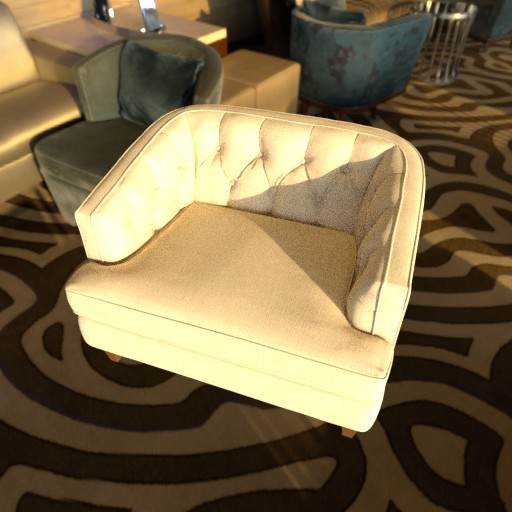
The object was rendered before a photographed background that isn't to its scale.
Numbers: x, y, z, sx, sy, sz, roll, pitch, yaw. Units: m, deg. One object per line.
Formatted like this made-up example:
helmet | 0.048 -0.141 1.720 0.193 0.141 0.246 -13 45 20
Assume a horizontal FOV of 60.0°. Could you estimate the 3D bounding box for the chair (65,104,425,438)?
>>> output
chair | 0.000 0.000 1.715 1.118 0.787 0.914 13 43 14
